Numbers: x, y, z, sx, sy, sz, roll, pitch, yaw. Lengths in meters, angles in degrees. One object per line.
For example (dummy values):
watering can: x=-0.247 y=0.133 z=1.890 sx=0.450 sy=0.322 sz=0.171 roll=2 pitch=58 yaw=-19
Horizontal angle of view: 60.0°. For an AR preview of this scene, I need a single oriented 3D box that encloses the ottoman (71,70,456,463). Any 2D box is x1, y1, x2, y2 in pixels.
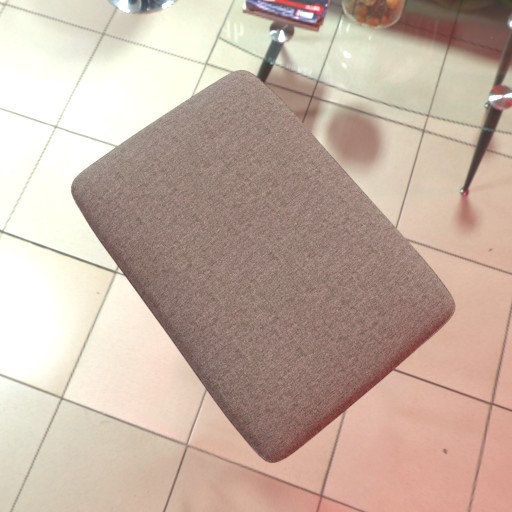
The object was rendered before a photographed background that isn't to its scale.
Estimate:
ottoman: x=0.000 y=0.000 z=1.366 sx=0.694 sy=0.451 sz=0.977 roll=-37 pitch=78 yaw=-9
